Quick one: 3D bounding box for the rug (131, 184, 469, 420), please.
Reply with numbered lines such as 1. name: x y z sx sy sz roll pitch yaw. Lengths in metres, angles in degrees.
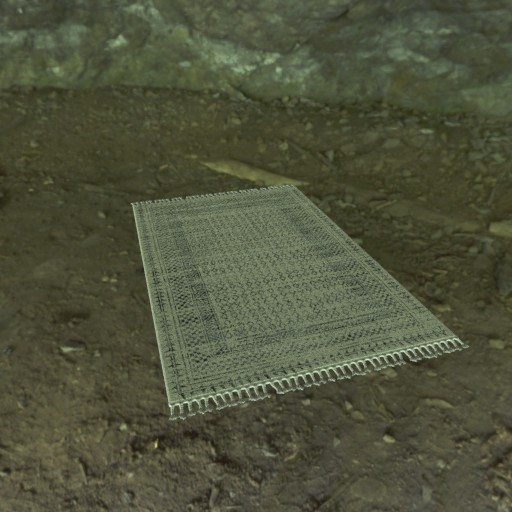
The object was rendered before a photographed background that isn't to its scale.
1. rug: 0.000 0.000 3.102 1.548 0.013 2.486 -9 31 -15
